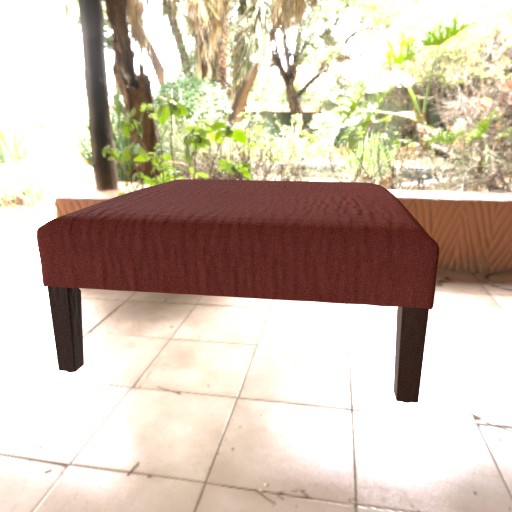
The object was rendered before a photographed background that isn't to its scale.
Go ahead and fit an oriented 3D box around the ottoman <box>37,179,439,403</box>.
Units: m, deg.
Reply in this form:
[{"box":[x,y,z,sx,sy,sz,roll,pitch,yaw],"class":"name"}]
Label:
[{"box":[0.000,0.000,1.408,0.889,0.411,0.890,3,16,9],"class":"ottoman"}]
